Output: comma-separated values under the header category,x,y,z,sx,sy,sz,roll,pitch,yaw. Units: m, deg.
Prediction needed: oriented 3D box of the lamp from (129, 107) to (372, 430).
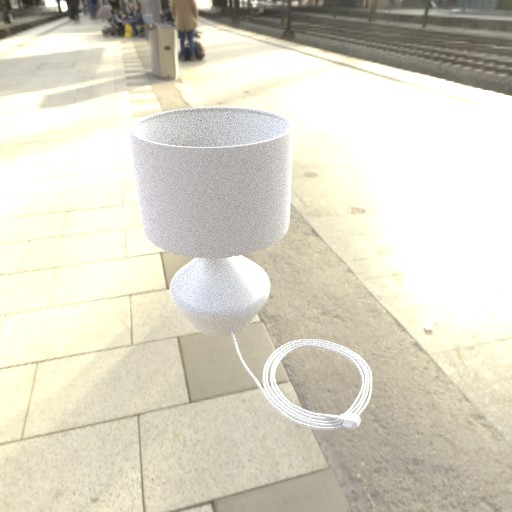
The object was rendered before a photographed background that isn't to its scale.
category,x,y,z,sx,sy,sz,roll,pitch,yaw
lamp,0.000,0.000,0.863,0.401,0.457,0.546,-9,32,-15
